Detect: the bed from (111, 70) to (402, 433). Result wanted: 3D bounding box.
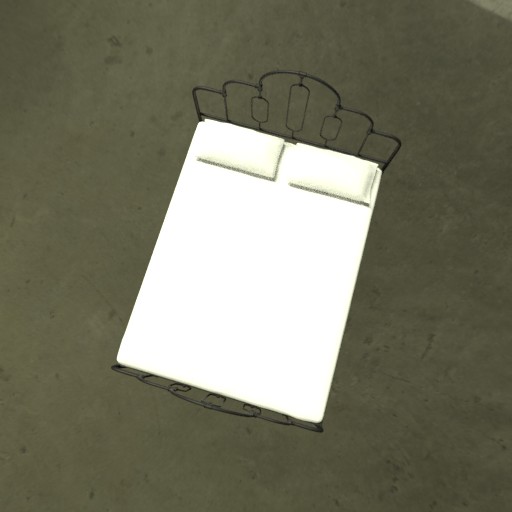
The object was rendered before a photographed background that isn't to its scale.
[{"bbox_3d":[0.000,0.000,3.262,1.640,1.429,2.163,16,78,4],"label":"bed"}]
